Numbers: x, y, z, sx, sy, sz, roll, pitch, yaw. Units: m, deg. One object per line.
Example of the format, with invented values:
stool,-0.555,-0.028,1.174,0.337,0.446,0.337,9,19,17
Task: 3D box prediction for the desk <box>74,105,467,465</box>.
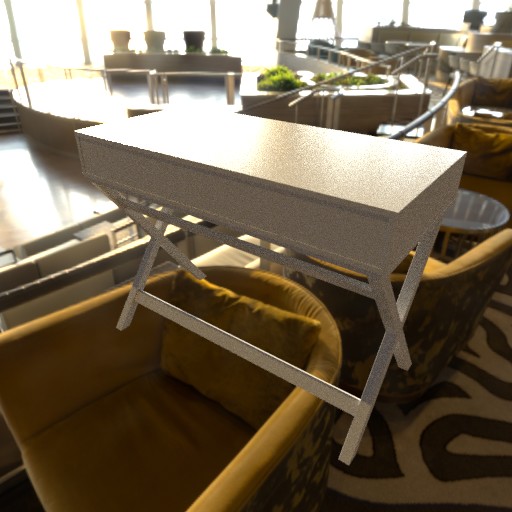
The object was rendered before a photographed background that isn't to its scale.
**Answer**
desk,0.000,0.000,1.496,1.059,0.780,0.509,20,35,31
